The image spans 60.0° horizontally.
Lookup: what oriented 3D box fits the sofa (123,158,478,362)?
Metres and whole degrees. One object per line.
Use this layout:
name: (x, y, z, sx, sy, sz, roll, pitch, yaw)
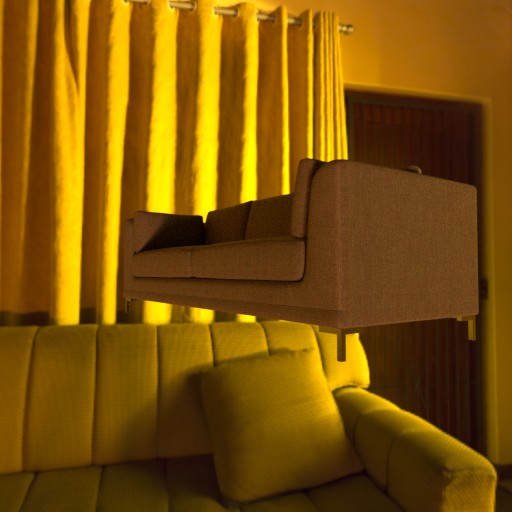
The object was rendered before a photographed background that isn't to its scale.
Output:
sofa: (0.000, 0.000, 2.878, 0.969, 0.867, 2.415, 1, -2, -35)
